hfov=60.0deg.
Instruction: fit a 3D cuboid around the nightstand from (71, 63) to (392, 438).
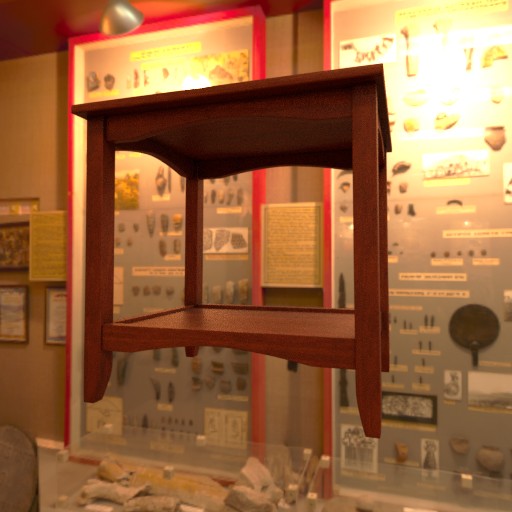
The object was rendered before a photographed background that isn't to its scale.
[{"bbox_3d":[0.000,0.000,0.968,0.558,0.558,0.501,0,-1,18],"label":"nightstand"}]
